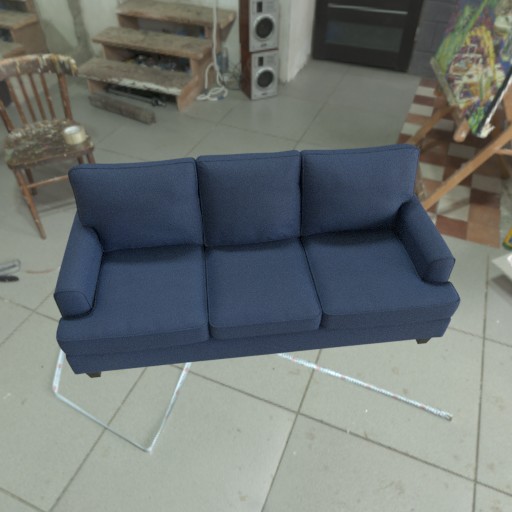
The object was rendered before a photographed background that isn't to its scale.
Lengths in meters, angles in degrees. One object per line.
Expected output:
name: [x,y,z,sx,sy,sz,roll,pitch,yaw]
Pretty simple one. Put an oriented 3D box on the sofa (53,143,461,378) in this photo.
sofa: [0.000,0.000,2.609,2.158,0.965,0.951,-5,45,-5]
